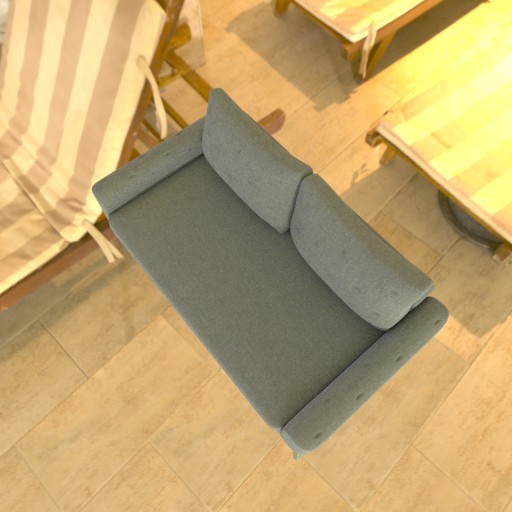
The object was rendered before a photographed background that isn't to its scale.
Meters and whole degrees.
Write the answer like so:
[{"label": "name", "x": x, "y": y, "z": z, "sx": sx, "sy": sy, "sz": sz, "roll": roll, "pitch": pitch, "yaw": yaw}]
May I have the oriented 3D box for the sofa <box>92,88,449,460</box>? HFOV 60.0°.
[{"label": "sofa", "x": 0.000, "y": 0.000, "z": 2.175, "sx": 0.920, "sy": 0.790, "sz": 1.650, "roll": -37, "pitch": 69, "yaw": -16}]
